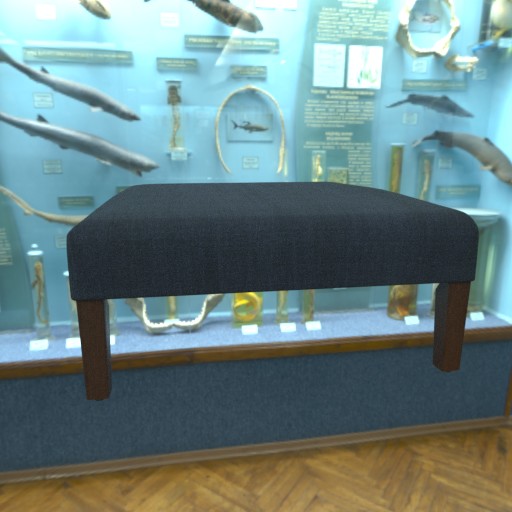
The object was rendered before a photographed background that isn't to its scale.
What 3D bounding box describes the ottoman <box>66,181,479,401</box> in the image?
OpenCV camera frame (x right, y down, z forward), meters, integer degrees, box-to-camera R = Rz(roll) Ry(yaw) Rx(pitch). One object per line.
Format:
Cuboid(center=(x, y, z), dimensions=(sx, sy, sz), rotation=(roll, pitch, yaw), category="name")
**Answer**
Cuboid(center=(0.000, 0.000, 1.379), dimensions=(0.889, 0.411, 0.890), rotation=(-2, 14, -9), category="ottoman")
